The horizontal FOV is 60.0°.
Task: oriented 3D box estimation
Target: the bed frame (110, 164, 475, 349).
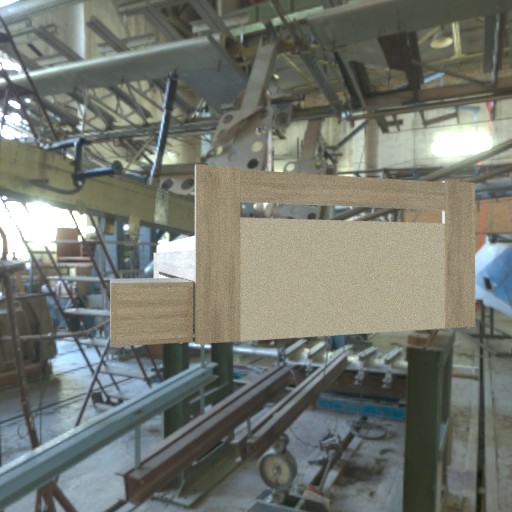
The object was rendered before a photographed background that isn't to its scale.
[{"bbox_3d":[0.000,0.000,3.262,2.040,0.860,2.050,0,0,-18],"label":"bed frame"}]
